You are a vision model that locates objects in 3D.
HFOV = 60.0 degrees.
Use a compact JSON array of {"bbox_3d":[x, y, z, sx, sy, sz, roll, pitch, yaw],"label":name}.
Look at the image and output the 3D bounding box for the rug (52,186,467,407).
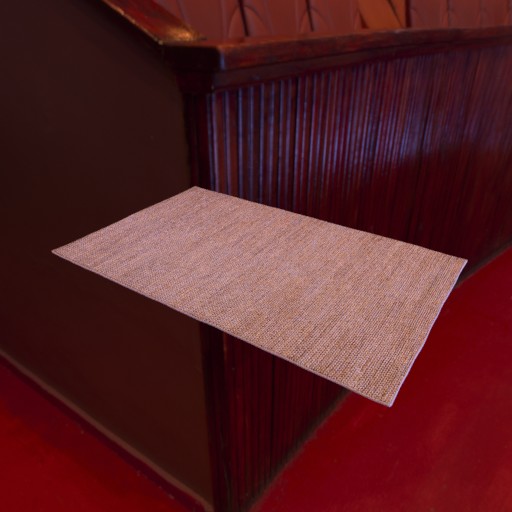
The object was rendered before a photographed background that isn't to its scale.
[{"bbox_3d":[0.000,0.000,3.054,2.438,0.034,1.521,19,35,29],"label":"rug"}]
